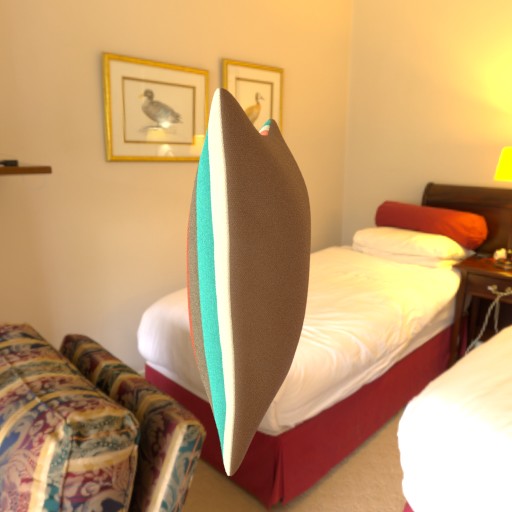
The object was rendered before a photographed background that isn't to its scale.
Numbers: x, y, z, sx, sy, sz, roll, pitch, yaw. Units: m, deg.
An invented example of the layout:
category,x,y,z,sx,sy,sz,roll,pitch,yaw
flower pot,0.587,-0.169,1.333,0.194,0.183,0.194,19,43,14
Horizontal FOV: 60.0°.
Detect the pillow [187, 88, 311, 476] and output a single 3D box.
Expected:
category,x,y,z,sx,sy,sz,roll,pitch,yaw
pillow,0.000,0.000,0.697,0.168,0.443,0.453,2,14,8
